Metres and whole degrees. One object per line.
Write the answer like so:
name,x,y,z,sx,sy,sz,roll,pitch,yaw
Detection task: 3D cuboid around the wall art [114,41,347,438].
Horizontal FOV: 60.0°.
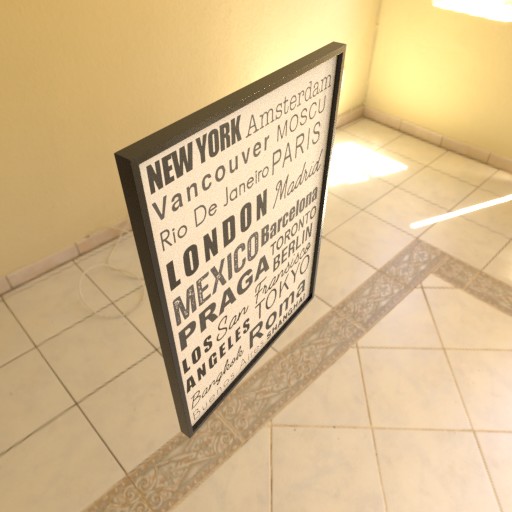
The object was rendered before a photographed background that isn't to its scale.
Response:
wall art,0.000,0.000,1.364,0.043,1.046,0.788,27,49,26
